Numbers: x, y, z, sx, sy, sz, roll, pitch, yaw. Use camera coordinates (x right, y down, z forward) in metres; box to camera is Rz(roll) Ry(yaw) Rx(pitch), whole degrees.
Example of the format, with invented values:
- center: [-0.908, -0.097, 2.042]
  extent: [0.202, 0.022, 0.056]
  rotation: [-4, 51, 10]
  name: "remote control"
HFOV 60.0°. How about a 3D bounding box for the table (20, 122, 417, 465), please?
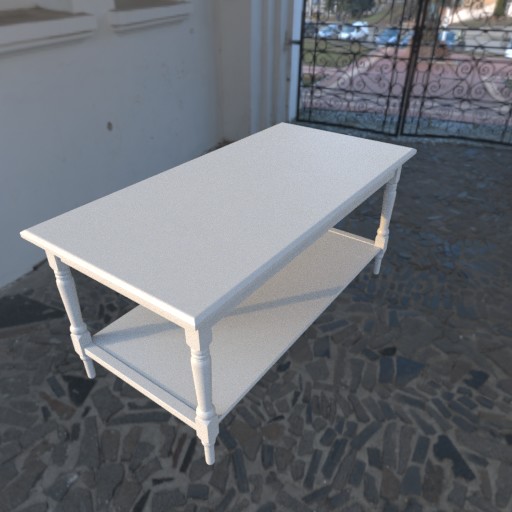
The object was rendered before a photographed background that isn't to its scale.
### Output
- center: [0.000, 0.000, 1.403]
  extent: [0.551, 0.506, 1.109]
  rotation: [21, 38, 30]
  name: "table"
